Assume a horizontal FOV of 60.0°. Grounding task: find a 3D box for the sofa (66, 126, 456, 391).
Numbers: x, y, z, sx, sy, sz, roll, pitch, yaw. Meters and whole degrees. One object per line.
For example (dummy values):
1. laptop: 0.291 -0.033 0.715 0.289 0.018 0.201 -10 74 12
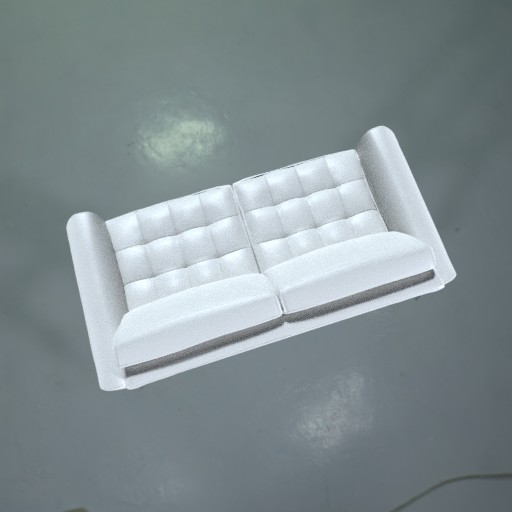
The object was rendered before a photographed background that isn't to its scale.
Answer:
1. sofa: 0.000 0.000 2.784 2.177 0.930 1.121 -17 76 -4
